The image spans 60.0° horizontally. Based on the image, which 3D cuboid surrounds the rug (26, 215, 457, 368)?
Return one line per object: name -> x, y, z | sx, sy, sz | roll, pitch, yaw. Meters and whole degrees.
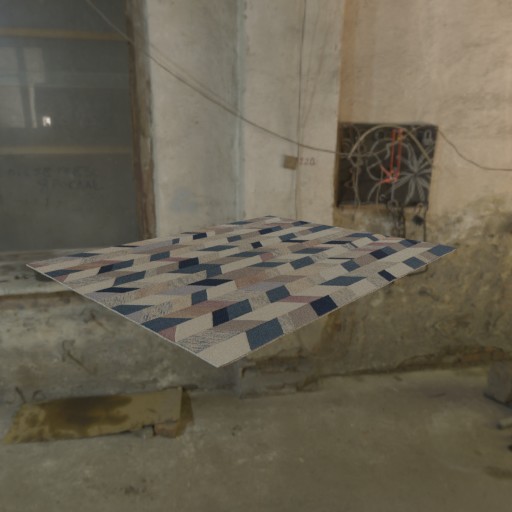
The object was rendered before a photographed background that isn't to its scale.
rug -> 0.000, 0.000, 3.998 | 2.451, 0.011, 3.072 | 15, 22, 42
